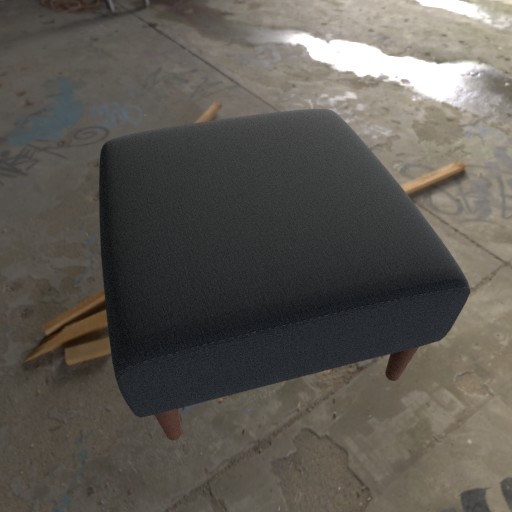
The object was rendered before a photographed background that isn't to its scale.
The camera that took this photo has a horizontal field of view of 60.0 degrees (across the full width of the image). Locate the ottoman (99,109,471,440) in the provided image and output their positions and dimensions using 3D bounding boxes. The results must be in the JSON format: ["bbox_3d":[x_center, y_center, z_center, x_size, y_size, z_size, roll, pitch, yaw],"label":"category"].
[{"bbox_3d":[0.000,0.000,1.038,0.649,0.398,0.650,-11,48,-11],"label":"ottoman"}]
